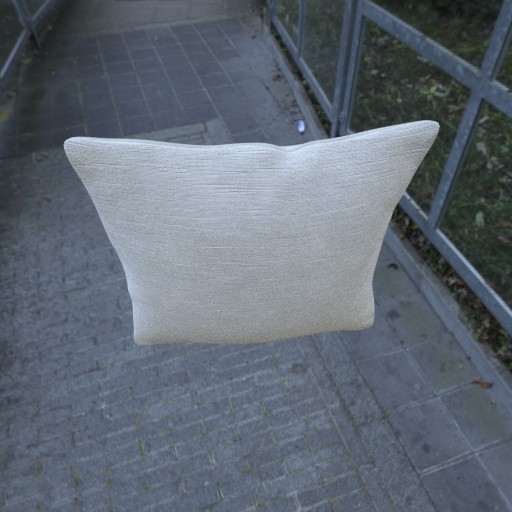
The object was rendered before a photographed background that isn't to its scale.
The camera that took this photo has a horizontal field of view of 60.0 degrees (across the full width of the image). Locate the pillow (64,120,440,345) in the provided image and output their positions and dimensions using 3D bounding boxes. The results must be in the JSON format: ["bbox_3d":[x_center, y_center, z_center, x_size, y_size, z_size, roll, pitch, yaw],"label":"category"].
[{"bbox_3d":[0.000,0.000,0.659,0.437,0.420,0.162,-4,46,-4],"label":"pillow"}]
